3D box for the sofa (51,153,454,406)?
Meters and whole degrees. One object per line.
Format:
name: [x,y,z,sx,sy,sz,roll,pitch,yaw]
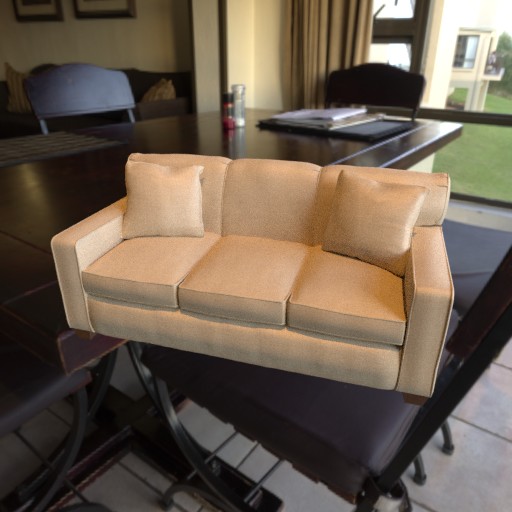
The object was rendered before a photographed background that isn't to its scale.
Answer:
sofa: [0.000,0.000,2.549,2.024,0.958,0.997,7,27,15]
